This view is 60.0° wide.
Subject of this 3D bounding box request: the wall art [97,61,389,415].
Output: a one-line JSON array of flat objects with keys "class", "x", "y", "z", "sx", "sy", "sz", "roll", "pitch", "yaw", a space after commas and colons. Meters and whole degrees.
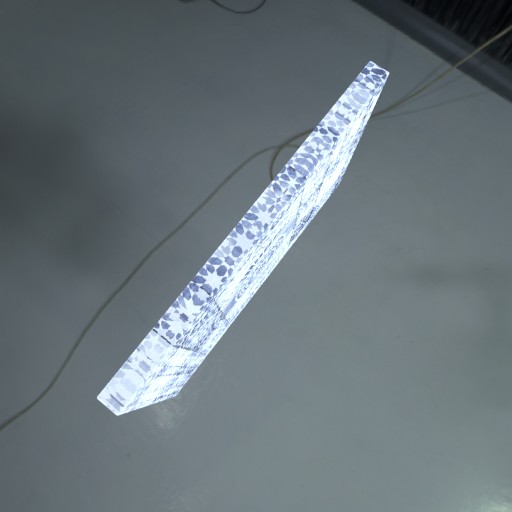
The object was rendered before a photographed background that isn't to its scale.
[{"class": "wall art", "x": 0.000, "y": 0.000, "z": 1.196, "sx": 0.057, "sy": 0.608, "sz": 0.911, "roll": 36, "pitch": 79, "yaw": 9}]
